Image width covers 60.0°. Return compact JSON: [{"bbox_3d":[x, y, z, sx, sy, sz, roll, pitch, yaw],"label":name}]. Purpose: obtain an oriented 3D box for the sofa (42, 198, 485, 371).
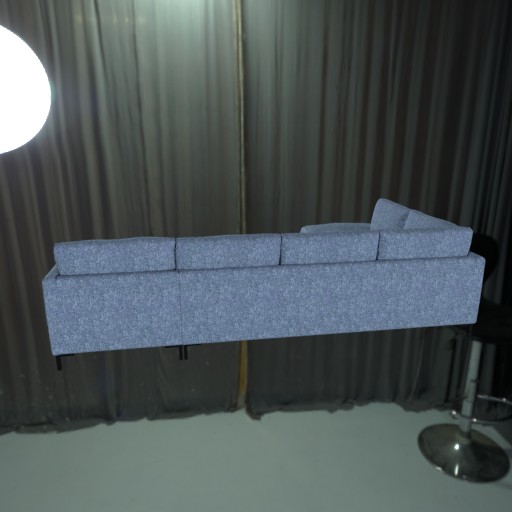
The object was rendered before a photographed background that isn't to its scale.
[{"bbox_3d":[0.000,0.000,3.553,2.737,0.756,1.879,-3,16,-9],"label":"sofa"}]
